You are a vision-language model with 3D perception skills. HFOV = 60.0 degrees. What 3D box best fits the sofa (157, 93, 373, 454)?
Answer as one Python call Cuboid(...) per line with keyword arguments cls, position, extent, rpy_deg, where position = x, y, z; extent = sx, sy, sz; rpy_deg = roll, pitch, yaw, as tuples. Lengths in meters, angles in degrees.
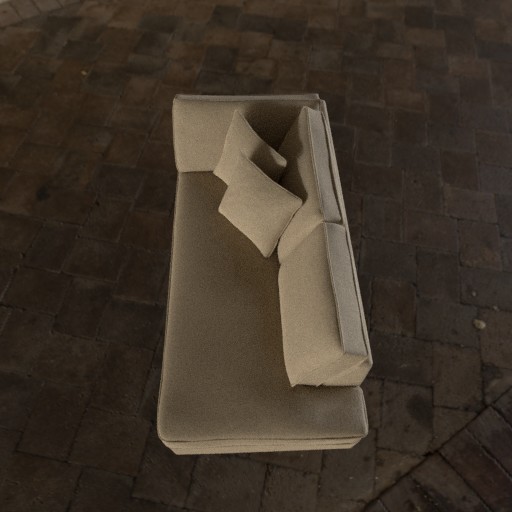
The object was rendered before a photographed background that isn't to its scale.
Cuboid(cls="sofa", position=(0.000, 0.000, 2.838), extent=(1.110, 1.033, 2.237), rpy_deg=(-2, 58, -1))
